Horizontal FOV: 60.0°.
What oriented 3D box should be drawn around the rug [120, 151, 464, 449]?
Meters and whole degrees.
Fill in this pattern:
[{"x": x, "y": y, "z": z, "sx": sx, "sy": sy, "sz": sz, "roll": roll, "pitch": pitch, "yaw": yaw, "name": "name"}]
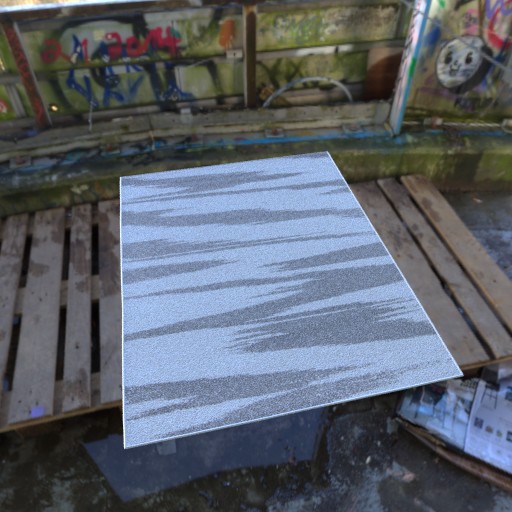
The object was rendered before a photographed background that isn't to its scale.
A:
[{"x": 0.000, "y": 0.000, "z": 3.943, "sx": 2.353, "sy": 0.014, "sz": 2.945, "roll": -9, "pitch": 46, "yaw": -9, "name": "rug"}]
